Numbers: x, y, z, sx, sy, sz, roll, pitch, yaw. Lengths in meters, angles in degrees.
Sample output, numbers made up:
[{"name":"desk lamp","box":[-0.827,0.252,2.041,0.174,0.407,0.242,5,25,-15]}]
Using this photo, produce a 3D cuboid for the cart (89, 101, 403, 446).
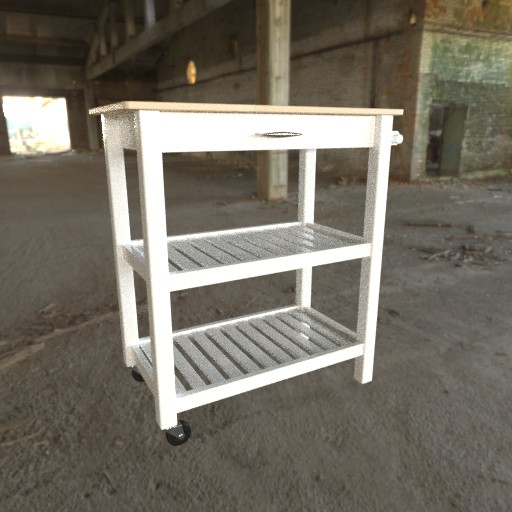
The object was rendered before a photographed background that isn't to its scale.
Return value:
[{"name":"cart","box":[0.000,0.000,1.476,0.899,0.927,0.457,-9,18,-28]}]
